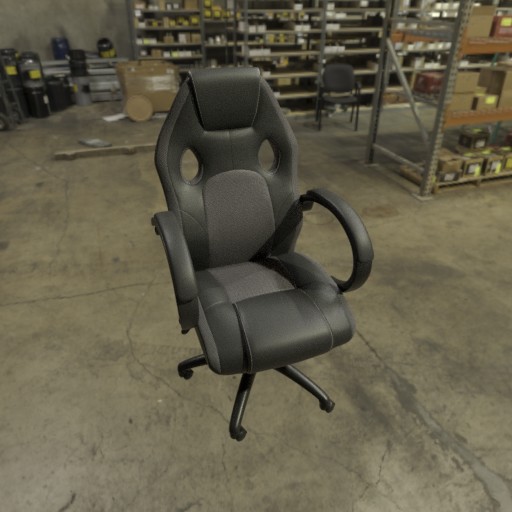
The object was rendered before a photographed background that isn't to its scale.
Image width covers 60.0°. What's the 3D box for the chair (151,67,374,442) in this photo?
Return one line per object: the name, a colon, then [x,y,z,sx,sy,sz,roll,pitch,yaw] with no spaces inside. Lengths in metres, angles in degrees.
chair: [0.000,0.000,1.609,0.673,1.187,0.724,-11,33,-17]
